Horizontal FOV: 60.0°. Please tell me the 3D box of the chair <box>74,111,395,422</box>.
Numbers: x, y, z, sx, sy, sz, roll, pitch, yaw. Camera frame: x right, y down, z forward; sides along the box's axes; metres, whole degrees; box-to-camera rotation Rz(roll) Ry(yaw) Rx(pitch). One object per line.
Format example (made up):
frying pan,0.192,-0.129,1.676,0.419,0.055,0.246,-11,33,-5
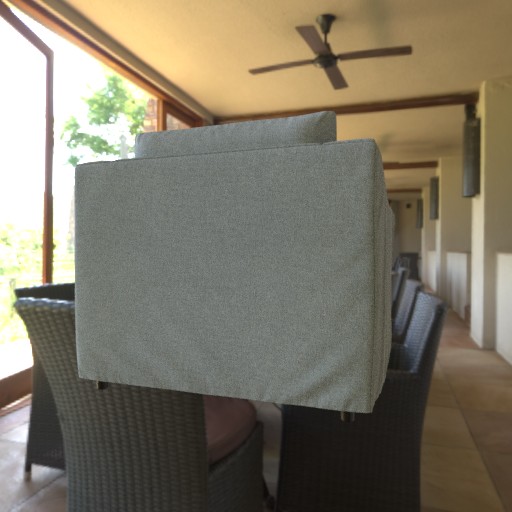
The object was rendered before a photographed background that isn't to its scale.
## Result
chair,0.000,0.000,2.049,1.194,1.059,1.071,0,1,20
